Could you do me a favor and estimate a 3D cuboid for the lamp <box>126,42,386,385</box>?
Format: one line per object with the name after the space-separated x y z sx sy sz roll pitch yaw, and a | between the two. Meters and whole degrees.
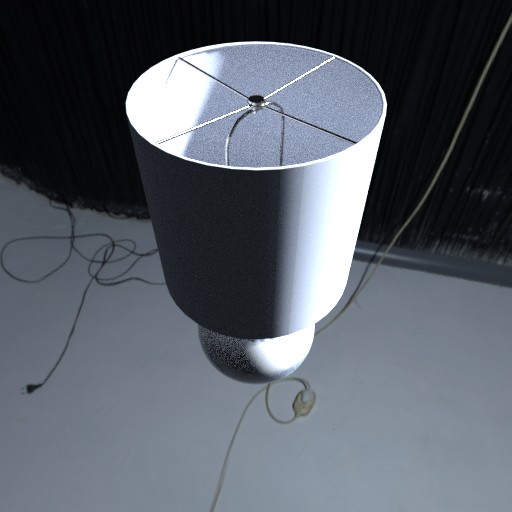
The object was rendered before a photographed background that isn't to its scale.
0.000 0.000 0.522 0.216 0.404 0.216 11 48 10 | lamp
